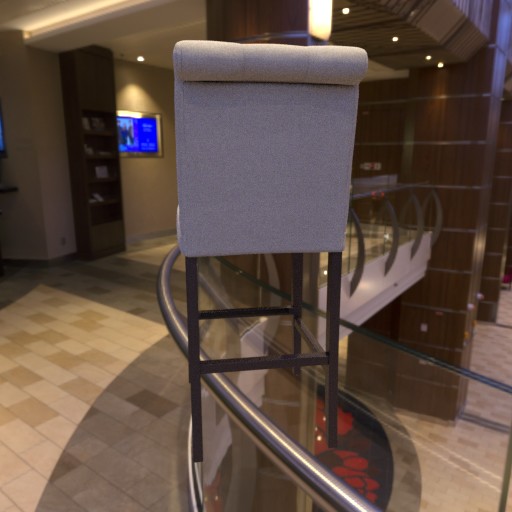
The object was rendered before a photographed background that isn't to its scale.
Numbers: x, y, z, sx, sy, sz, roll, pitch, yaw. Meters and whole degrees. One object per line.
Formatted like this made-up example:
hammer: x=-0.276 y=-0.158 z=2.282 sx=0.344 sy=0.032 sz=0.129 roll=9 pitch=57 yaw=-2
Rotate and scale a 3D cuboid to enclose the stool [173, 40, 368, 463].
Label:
stool: x=0.000 y=0.000 z=1.412 sx=0.493 sy=1.140 sz=0.601 roll=-2 pitch=13 yaw=-9
